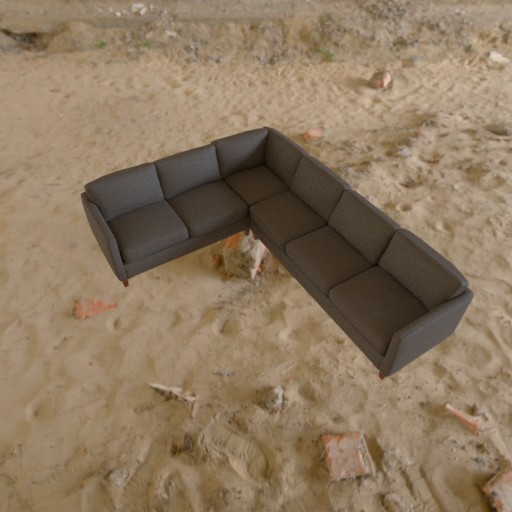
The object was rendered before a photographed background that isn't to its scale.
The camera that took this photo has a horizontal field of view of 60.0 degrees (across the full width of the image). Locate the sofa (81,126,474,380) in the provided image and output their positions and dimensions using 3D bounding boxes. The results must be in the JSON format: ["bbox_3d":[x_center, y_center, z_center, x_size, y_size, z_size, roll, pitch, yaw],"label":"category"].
[{"bbox_3d":[0.000,0.000,4.553,2.593,0.947,3.302,-24,50,-22],"label":"sofa"}]
